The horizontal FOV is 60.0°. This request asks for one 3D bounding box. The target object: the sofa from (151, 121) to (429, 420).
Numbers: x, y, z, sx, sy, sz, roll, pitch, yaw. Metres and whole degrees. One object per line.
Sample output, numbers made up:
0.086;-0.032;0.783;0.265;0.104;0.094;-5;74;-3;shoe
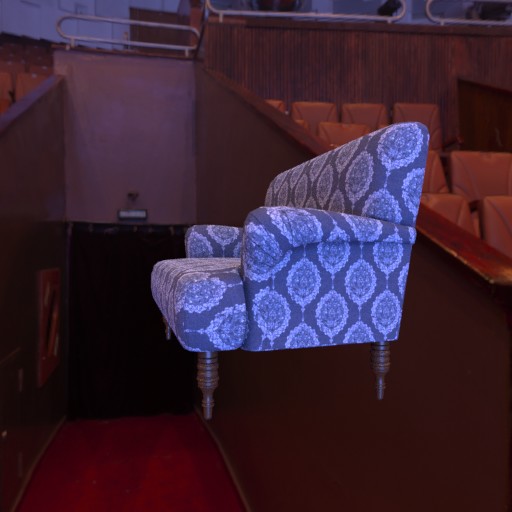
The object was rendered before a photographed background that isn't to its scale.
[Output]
0.000;0.000;1.812;0.779;0.867;1.297;0;1;-17;sofa
